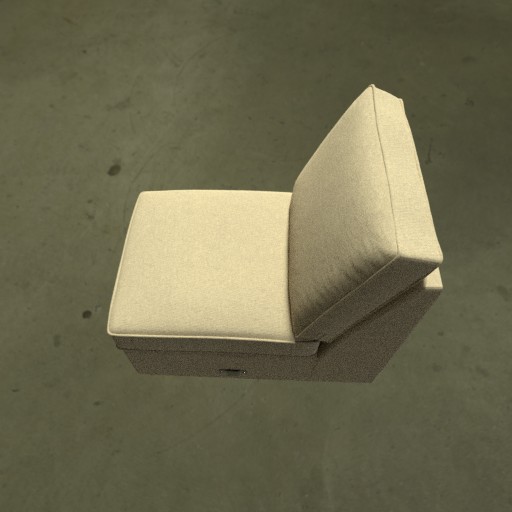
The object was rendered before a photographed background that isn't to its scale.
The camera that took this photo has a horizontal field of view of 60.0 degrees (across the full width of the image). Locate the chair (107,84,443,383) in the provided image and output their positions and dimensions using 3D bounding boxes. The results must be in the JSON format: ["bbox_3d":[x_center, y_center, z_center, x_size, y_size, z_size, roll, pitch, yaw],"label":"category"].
[{"bbox_3d":[0.000,0.000,1.518,0.938,0.970,0.621,2,57,1],"label":"chair"}]
